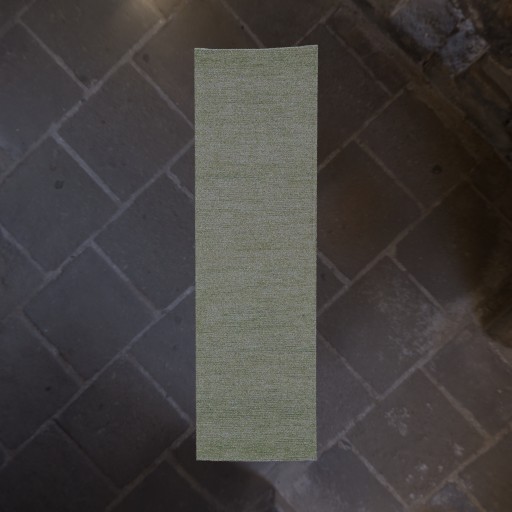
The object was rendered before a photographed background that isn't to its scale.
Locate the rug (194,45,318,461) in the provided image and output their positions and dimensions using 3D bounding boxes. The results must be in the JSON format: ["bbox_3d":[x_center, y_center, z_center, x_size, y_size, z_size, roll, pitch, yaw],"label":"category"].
[{"bbox_3d":[0.000,0.000,2.492,0.686,0.013,2.340,0,92,0],"label":"rug"}]
